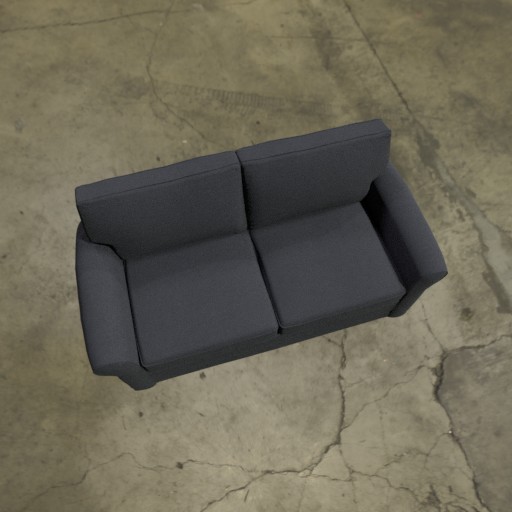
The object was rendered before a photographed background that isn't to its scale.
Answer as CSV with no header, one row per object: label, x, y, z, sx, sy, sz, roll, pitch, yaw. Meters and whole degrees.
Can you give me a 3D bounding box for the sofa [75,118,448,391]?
sofa,0.000,0.000,2.609,2.009,1.031,0.951,-15,64,-7
